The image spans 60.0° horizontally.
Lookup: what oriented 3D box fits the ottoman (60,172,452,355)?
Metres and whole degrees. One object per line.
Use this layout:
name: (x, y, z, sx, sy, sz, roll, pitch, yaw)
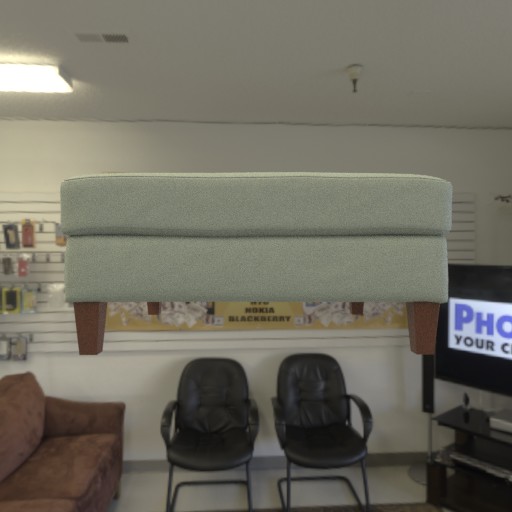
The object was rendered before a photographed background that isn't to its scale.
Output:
ottoman: (0.000, 0.000, 1.497, 0.991, 0.494, 0.842, 0, 0, 0)
